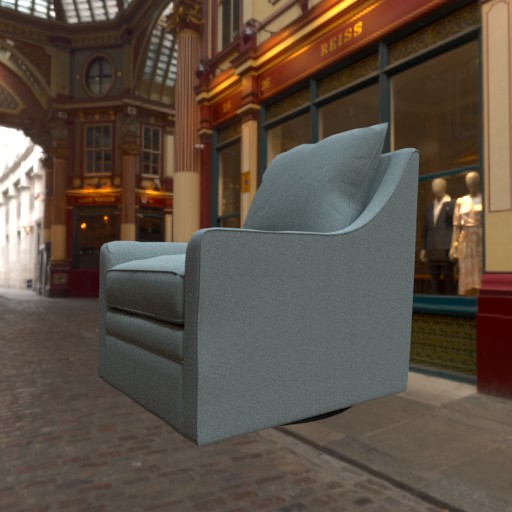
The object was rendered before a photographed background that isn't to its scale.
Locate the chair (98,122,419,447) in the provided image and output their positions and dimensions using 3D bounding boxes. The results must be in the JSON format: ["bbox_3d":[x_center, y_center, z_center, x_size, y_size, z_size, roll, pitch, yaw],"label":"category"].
[{"bbox_3d":[0.000,0.000,1.542,0.870,0.926,0.760,1,-1,-36],"label":"chair"}]
